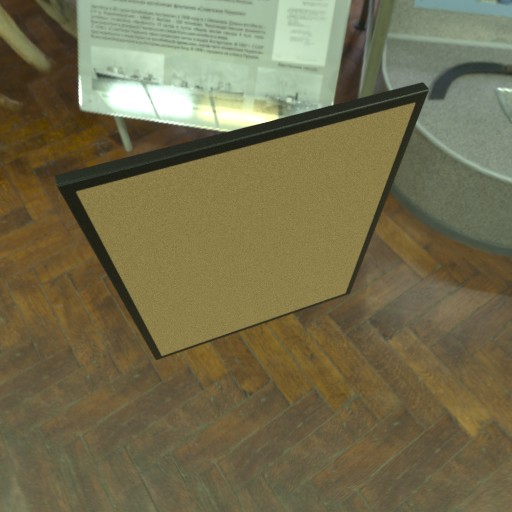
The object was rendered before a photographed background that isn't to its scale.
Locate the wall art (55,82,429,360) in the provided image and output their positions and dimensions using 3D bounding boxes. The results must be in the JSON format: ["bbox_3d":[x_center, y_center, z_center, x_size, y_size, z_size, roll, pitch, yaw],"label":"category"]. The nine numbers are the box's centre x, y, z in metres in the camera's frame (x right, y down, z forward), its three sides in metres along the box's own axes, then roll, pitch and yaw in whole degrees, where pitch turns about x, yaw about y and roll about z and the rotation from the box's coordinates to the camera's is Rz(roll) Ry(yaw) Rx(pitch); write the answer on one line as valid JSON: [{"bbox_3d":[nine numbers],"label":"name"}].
[{"bbox_3d":[0.000,0.000,0.788,0.481,0.582,0.018,-17,59,-11],"label":"wall art"}]
